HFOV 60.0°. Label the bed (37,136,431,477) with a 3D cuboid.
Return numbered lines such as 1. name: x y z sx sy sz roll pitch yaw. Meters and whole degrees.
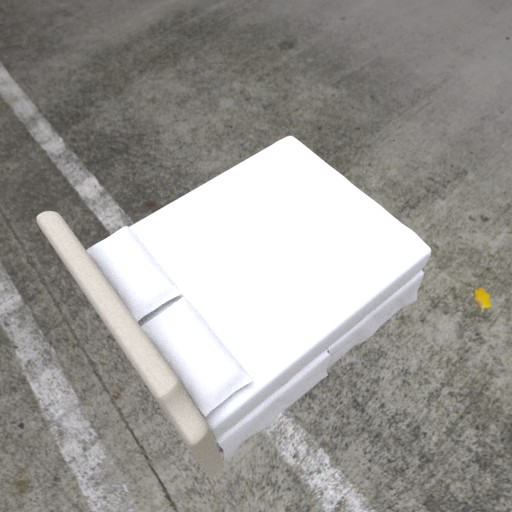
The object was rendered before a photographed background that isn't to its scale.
1. bed: 0.000 0.000 3.067 2.116 1.290 1.693 -34 63 -20
